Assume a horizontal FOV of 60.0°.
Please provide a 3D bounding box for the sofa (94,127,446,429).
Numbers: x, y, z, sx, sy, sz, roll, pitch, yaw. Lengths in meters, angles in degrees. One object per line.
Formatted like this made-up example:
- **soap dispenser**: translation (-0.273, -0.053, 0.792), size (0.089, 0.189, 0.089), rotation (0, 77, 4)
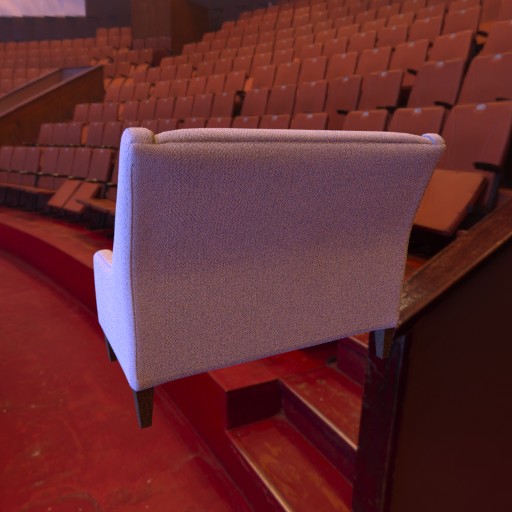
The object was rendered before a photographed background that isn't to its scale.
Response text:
- **sofa**: translation (0.000, 0.000, 1.909), size (1.242, 1.022, 0.870), rotation (-7, 16, -27)
